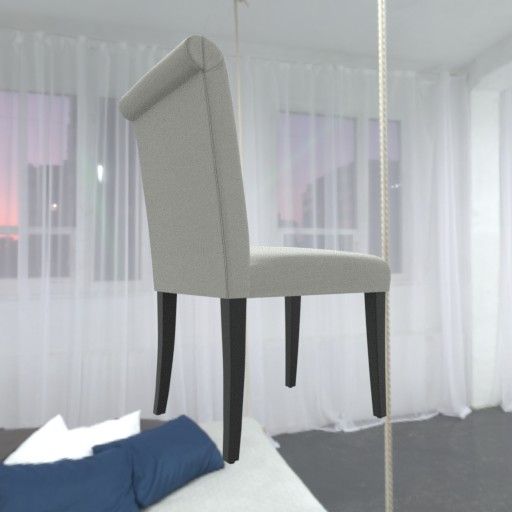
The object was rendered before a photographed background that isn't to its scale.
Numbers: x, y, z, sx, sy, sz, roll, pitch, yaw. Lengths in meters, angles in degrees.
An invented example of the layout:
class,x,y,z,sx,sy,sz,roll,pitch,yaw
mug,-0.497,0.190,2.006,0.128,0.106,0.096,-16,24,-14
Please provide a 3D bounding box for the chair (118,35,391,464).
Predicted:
class,x,y,z,sx,sy,sz,roll,pitch,yaw
chair,0.000,0.000,1.337,0.708,0.976,0.452,1,-2,-36
